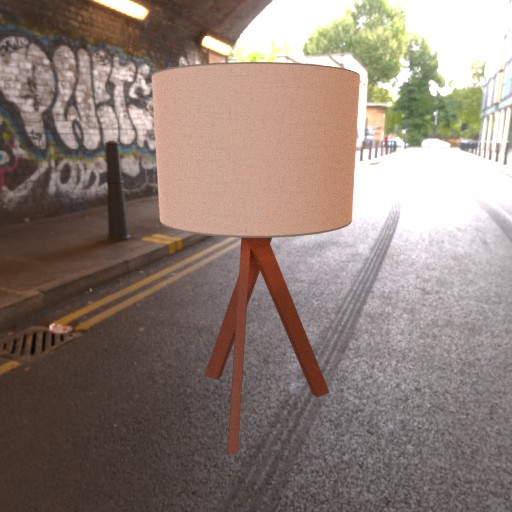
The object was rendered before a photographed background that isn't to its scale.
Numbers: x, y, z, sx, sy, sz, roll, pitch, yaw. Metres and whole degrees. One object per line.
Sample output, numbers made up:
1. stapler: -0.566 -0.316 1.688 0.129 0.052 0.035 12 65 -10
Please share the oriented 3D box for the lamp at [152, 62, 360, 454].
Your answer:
1. lamp: 0.000 0.000 0.916 0.380 0.686 0.380 -8 17 -28
